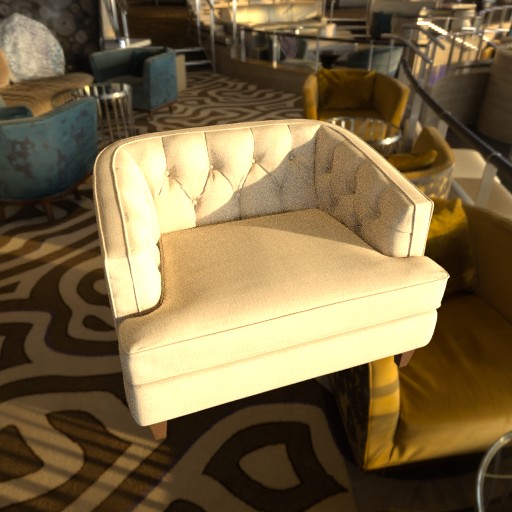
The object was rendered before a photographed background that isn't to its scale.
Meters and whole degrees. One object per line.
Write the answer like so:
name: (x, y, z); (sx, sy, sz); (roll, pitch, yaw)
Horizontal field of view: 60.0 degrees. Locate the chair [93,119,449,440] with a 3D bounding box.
chair: (0.000, 0.000, 1.727); (1.118, 0.787, 0.914); (-11, 34, -16)
